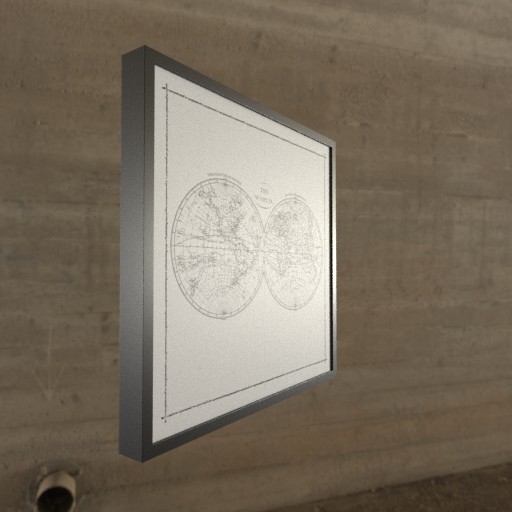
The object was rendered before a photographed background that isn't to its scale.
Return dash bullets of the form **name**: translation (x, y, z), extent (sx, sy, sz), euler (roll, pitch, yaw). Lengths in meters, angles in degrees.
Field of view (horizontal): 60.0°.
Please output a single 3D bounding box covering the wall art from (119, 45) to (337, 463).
- **wall art**: translation (0.000, 0.000, 0.477), extent (0.029, 0.318, 0.327), euler (-1, -2, 36)
